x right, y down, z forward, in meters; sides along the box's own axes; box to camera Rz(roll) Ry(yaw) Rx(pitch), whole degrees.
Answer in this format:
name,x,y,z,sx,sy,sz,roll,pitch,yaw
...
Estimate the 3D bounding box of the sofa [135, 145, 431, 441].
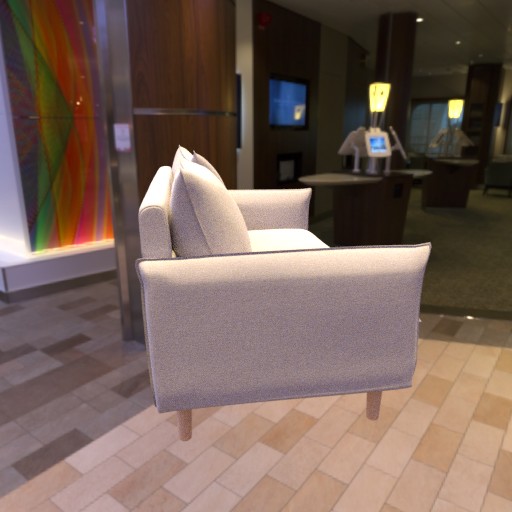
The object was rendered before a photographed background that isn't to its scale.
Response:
name,x,y,z,sx,sy,sz,roll,pitch,yaw
sofa,0.000,0.000,1.808,0.820,0.840,1.300,-3,16,-9
